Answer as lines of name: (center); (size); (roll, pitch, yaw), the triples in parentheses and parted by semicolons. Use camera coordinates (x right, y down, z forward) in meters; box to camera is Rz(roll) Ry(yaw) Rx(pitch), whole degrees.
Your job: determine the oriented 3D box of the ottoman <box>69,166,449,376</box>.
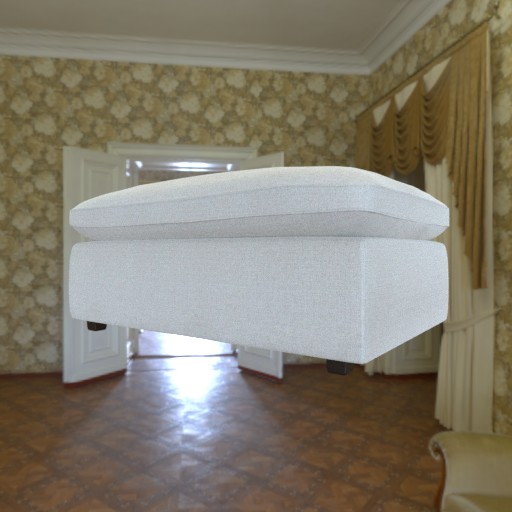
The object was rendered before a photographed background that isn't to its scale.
ottoman: (0.000, 0.000, 1.340); (0.984, 0.453, 0.686); (1, 1, 36)
